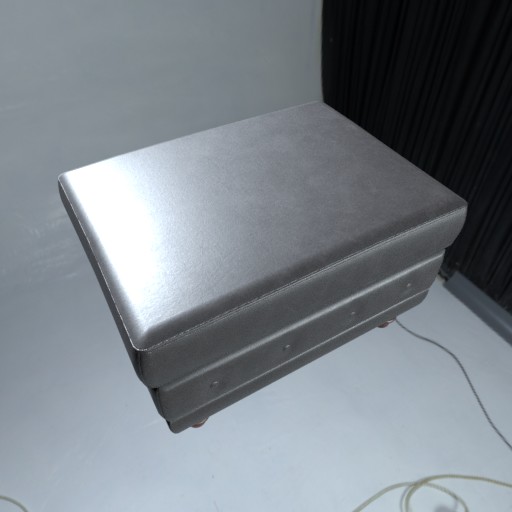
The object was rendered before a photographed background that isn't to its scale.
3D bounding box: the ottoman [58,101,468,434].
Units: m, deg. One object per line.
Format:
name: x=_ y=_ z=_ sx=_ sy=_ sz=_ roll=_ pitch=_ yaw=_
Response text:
ottoman: x=0.000 y=0.000 z=1.179 sx=0.795 sy=0.498 sz=0.590 roll=-22 pitch=49 yaw=-20
